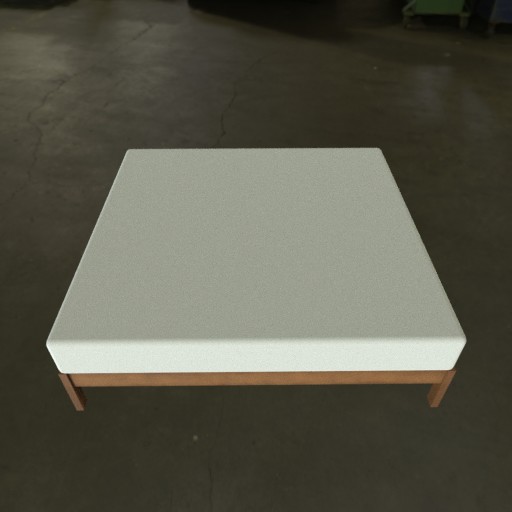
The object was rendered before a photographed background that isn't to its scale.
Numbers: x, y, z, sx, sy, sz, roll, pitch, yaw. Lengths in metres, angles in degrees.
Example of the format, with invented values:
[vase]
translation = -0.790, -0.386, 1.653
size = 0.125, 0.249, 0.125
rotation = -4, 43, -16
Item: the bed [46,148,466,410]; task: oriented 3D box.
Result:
[bed]
translation = 0.000, 0.000, 3.033
size = 2.049, 0.616, 1.930
rotation = 0, 42, 0
